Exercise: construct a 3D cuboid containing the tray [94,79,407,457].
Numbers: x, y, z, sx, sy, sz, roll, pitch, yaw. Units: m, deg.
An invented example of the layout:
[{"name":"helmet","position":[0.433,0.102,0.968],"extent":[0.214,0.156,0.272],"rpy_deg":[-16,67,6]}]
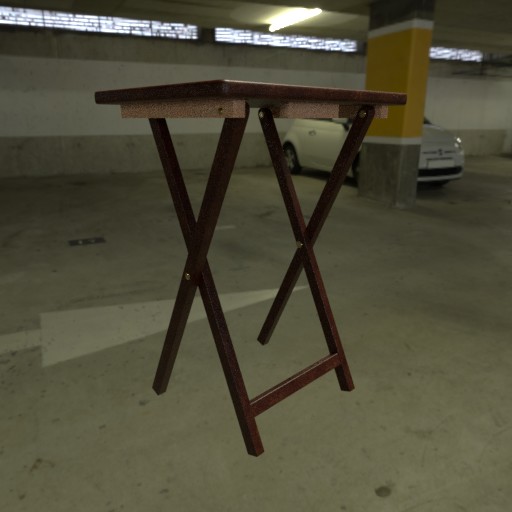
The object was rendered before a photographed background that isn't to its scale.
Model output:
[{"name":"tray","position":[0.000,0.000,0.953],"extent":[0.483,0.660,0.381],"rpy_deg":[-16,23,-42]}]
